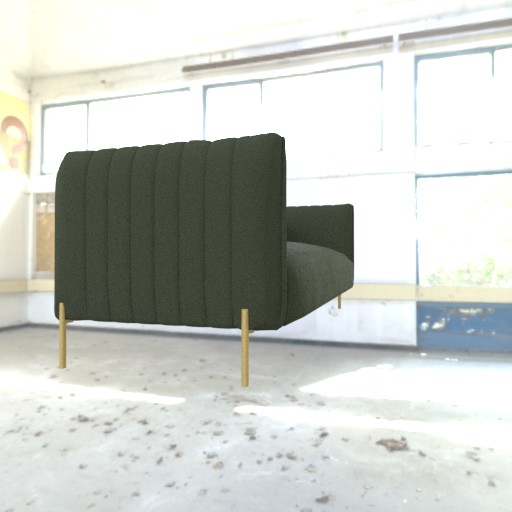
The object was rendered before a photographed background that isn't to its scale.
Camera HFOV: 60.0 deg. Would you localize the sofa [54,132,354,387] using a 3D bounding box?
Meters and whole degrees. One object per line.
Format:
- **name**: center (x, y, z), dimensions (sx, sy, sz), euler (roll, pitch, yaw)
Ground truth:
- **sofa**: center (0.000, 0.000, 2.445), dimensions (0.896, 0.793, 2.137), euler (0, 0, 18)
